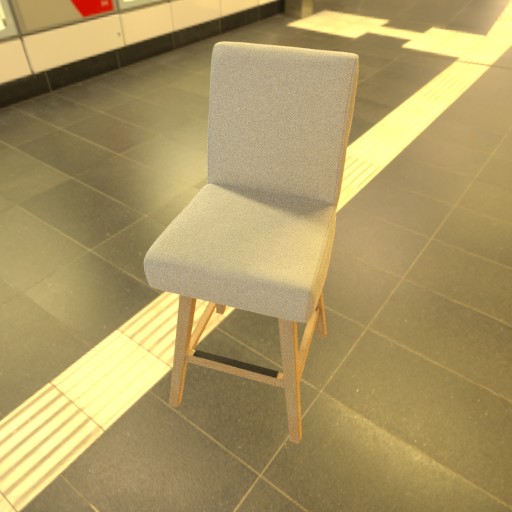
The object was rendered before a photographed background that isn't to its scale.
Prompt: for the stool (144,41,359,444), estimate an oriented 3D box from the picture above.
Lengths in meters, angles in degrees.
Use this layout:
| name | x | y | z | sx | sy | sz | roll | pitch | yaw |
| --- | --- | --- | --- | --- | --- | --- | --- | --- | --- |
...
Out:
| name | x | y | z | sx | sy | sz | roll | pitch | yaw |
| --- | --- | --- | --- | --- | --- | --- | --- | --- | --- |
| stool | 0.000 | 0.000 | 1.287 | 0.446 | 1.015 | 0.543 | 12 | 42 | 13 |
